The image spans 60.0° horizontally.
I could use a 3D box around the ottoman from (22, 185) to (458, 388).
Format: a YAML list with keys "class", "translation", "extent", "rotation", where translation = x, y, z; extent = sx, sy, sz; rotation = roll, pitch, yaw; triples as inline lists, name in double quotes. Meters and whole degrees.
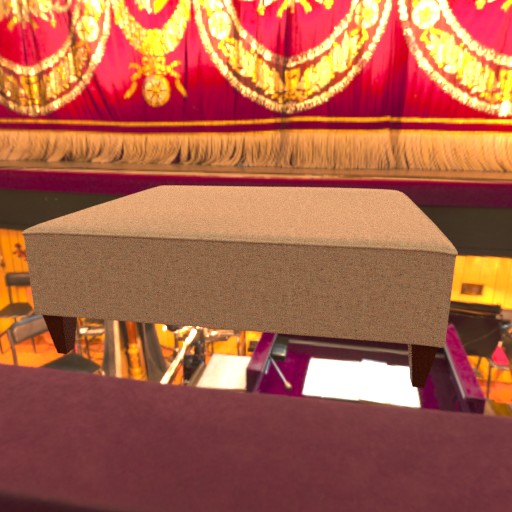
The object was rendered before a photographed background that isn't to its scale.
- class: "ottoman"
  translation: [0.000, 0.000, 1.207]
  extent: [0.835, 0.303, 0.736]
  rotation: [3, 16, 10]
